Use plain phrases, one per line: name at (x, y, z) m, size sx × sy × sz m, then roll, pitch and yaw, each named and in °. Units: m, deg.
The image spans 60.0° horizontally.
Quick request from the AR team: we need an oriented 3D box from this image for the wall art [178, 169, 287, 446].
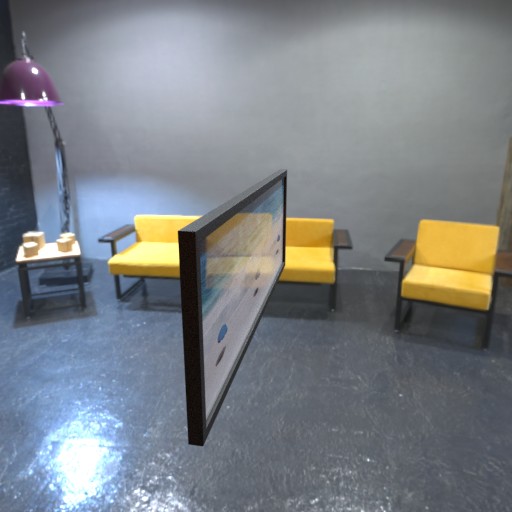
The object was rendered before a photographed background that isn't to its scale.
wall art at (0.000, 0.000, 1.785) m, size 0.041 × 0.554 × 1.572 m, roll 3°, pitch 16°, yaw 11°
